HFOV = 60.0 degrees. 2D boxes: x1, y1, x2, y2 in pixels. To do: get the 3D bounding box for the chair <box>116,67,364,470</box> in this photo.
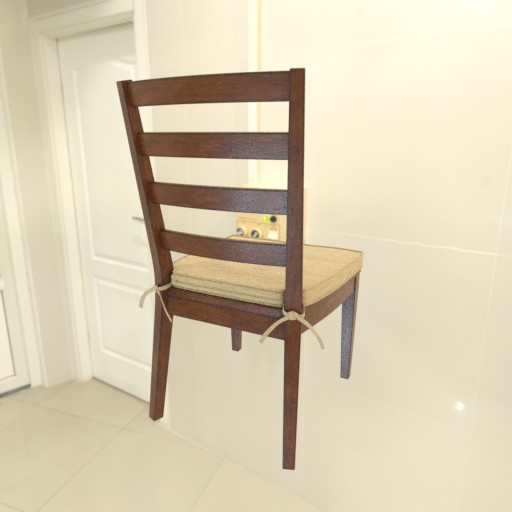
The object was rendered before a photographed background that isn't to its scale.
[{"bbox_3d":[0.000,0.000,1.352,0.593,0.979,0.595,8,17,27],"label":"chair"}]
